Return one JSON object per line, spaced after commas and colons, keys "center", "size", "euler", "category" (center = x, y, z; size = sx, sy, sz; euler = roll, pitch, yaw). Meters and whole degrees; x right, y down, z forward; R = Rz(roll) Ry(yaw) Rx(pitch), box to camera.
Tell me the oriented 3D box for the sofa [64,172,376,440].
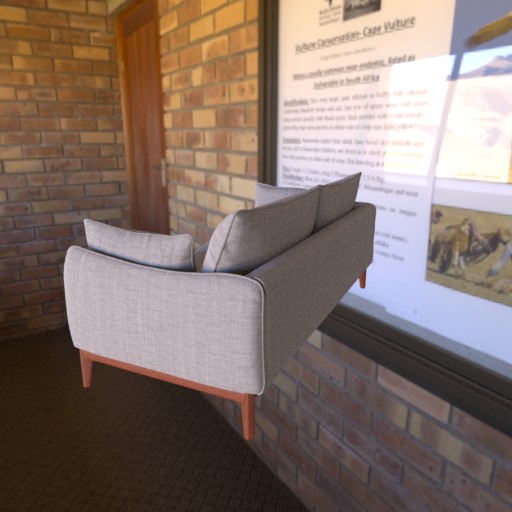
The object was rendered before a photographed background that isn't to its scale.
{"center": [0.000, 0.000, 2.531], "size": [0.972, 0.851, 1.989], "euler": [7, 17, 25], "category": "sofa"}
